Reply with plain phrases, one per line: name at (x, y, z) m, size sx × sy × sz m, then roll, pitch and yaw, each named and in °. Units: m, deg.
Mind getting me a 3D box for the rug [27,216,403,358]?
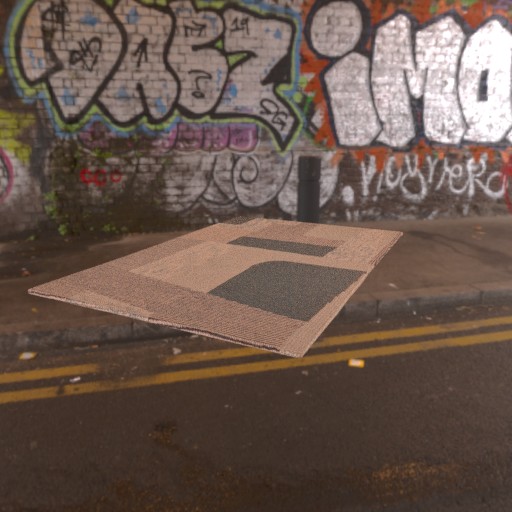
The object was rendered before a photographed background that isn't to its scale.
rug at (0.000, 0.000, 2.390) m, size 1.238 × 0.020 × 1.847 m, roll 8°, pitch 18°, yaw 26°
